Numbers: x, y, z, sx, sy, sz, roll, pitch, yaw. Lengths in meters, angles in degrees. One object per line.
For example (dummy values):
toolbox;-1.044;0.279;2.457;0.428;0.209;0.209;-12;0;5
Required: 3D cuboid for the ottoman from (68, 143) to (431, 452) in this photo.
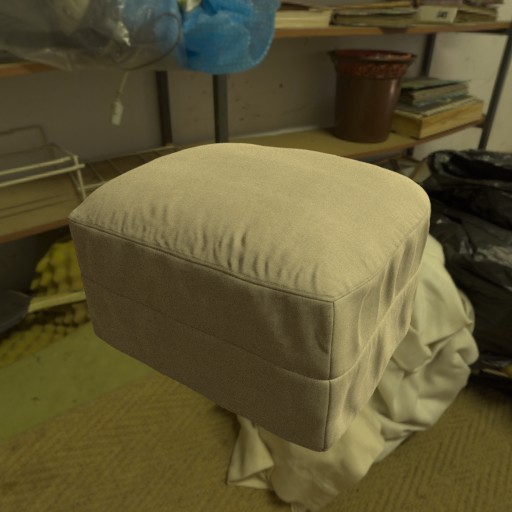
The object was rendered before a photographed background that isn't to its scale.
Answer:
ottoman;0.000;0.000;1.082;0.712;0.480;0.584;19;35;29
